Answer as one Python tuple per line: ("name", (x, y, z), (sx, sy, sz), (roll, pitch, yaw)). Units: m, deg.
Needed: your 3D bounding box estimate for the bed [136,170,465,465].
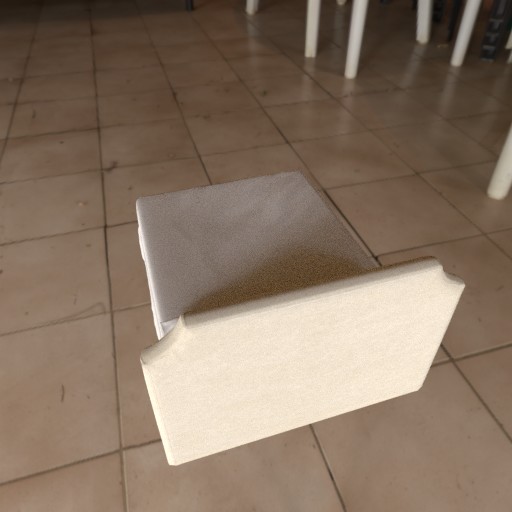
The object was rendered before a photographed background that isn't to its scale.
("bed", (0.000, 0.000, 3.337), (1.828, 1.297, 2.164), (-12, 43, -13))
